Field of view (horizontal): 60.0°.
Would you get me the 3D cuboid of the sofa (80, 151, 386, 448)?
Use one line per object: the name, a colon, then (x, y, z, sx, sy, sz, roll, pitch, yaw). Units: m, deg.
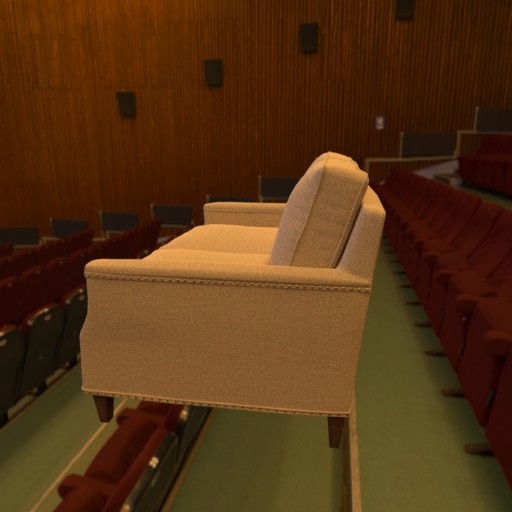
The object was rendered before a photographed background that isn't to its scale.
sofa: (0.000, 0.000, 2.236, 1.084, 1.003, 1.597, 2, 15, 9)
